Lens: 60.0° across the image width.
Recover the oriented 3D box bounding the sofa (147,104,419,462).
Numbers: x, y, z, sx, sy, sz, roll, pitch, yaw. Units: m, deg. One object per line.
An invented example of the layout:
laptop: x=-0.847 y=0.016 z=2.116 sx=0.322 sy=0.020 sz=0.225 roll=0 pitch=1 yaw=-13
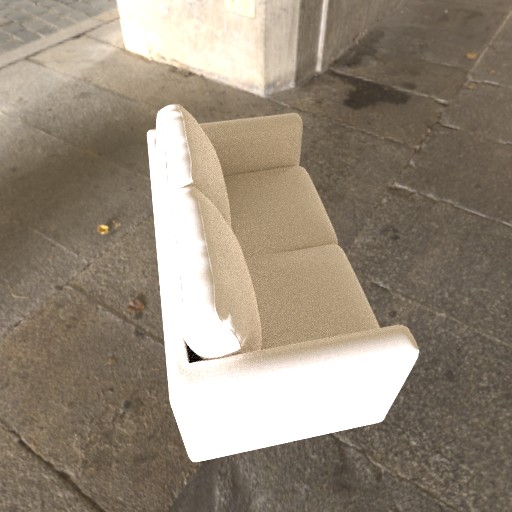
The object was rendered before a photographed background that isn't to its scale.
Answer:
sofa: x=0.000 y=0.000 z=1.940 sx=0.796 sy=0.908 sz=1.430 roll=-9 pitch=49 yaw=-8
